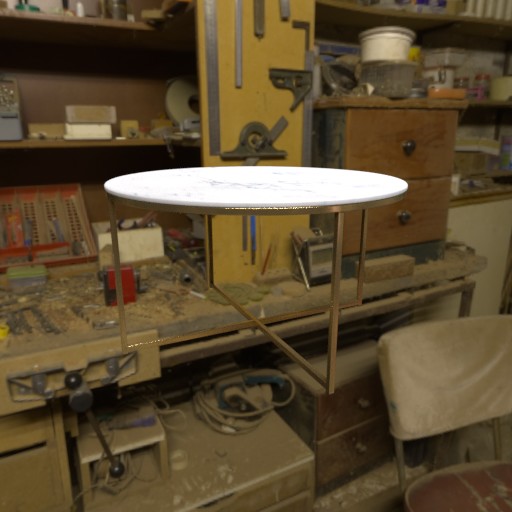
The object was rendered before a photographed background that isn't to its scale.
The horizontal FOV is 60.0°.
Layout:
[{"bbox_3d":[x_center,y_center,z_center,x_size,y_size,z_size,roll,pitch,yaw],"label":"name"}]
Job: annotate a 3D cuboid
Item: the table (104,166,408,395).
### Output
[{"bbox_3d":[0.000,0.000,1.290,0.800,0.450,0.800,0,16,0],"label":"table"}]
